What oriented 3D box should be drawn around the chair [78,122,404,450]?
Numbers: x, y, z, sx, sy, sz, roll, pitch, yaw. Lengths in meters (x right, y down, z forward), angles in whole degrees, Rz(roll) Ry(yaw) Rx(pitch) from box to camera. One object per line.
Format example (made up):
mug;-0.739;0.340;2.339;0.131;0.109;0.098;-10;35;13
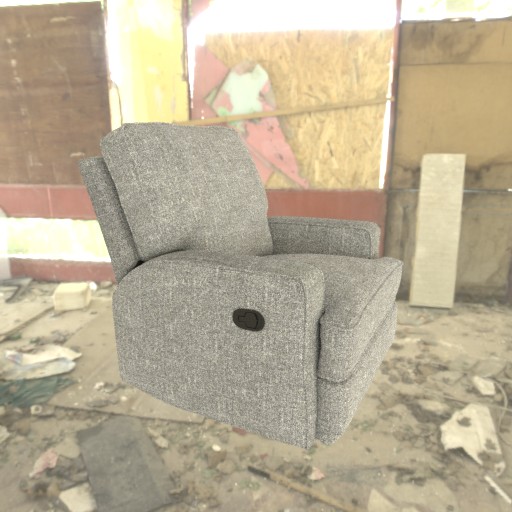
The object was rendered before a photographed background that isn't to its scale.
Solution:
chair;0.000;0.000;1.664;0.964;0.962;0.861;8;17;27
